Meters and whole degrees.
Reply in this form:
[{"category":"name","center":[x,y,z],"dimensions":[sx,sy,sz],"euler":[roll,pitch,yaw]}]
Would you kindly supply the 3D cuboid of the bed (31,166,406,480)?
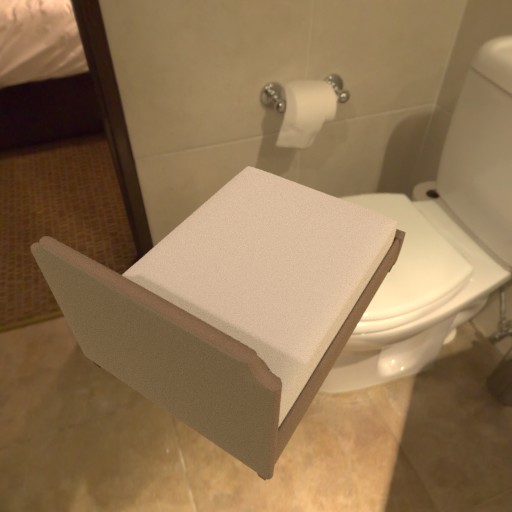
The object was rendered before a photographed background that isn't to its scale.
[{"category":"bed","center":[0.000,0.000,3.396],"dimensions":[1.713,1.443,2.372],"euler":[25,50,22]}]
